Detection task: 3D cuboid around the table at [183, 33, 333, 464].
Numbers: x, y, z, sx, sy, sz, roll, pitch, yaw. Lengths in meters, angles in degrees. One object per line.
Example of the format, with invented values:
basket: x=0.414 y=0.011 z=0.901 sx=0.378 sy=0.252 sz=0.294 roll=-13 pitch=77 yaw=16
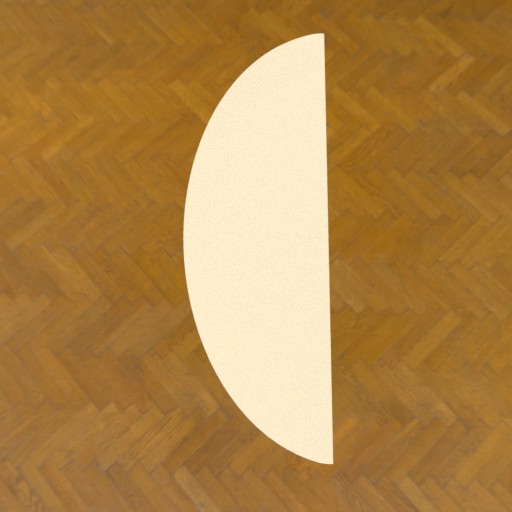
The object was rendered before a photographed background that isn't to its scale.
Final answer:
table: x=0.000 y=0.000 z=1.587 sx=0.394 sy=0.780 sz=1.219 roll=1 pitch=75 yaw=0
